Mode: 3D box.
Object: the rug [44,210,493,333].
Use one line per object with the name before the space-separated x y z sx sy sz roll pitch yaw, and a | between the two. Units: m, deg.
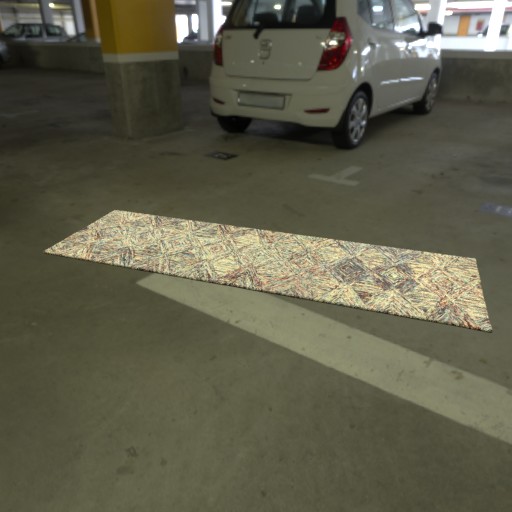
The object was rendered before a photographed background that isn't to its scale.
rug | 0.000 0.000 2.442 2.292 0.015 0.688 9 28 17
